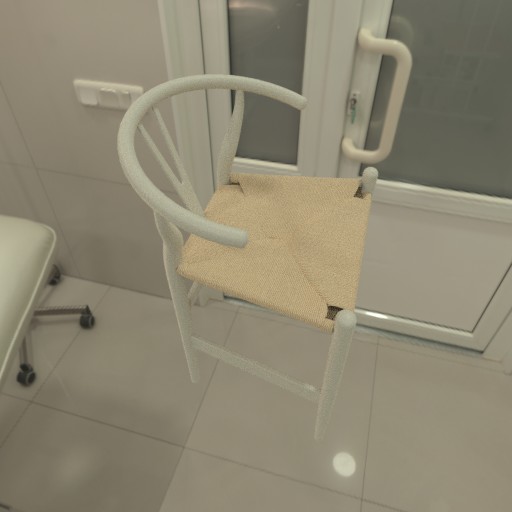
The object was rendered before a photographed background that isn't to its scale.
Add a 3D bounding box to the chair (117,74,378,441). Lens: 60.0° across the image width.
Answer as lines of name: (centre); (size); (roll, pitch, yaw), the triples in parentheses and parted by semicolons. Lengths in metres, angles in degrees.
chair: (0.000, 0.000, 1.080); (0.500, 0.736, 0.533); (11, 46, 11)
